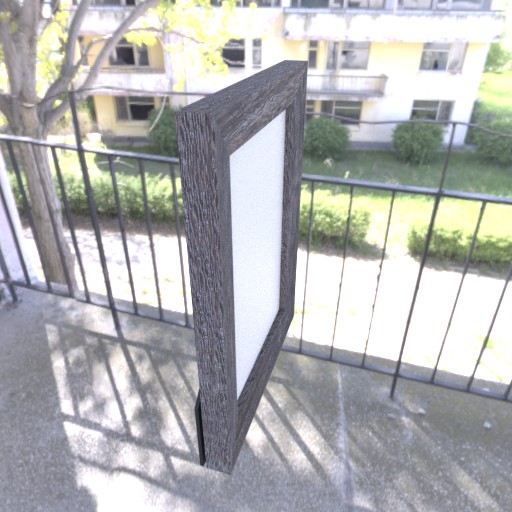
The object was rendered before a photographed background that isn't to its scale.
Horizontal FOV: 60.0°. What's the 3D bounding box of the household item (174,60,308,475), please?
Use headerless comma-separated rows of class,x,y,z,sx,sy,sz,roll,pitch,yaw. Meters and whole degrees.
household item,0.000,0.000,0.280,0.020,0.210,0.160,9,32,15
